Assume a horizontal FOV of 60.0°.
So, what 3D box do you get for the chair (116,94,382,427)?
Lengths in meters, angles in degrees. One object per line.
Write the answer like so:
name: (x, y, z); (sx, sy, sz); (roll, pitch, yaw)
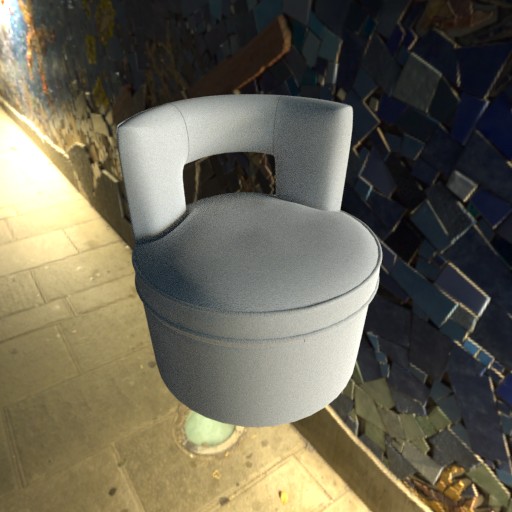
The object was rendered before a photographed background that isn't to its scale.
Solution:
chair: (0.000, 0.000, 1.206); (0.650, 0.723, 0.665); (-11, 33, -17)
